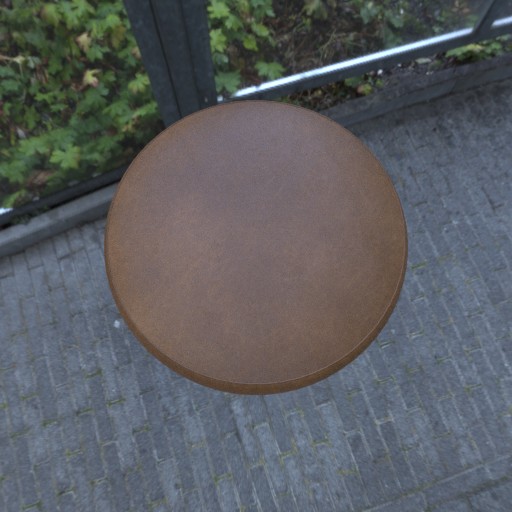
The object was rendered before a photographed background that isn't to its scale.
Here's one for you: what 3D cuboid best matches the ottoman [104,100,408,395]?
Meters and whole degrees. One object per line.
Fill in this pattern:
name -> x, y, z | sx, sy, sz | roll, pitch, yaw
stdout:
ottoman -> 0.000, 0.000, 1.025 | 0.607, 0.438, 0.607 | 0, 74, 0
